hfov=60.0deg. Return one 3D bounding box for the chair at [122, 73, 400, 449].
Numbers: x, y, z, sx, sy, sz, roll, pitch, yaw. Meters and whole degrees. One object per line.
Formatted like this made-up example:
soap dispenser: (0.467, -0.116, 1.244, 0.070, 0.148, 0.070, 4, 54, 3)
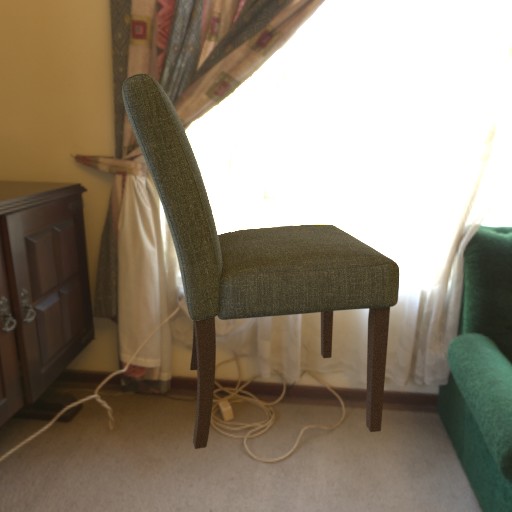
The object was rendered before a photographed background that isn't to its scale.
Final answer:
chair: (0.000, 0.000, 1.226, 0.629, 0.884, 0.487, -3, 16, -9)
